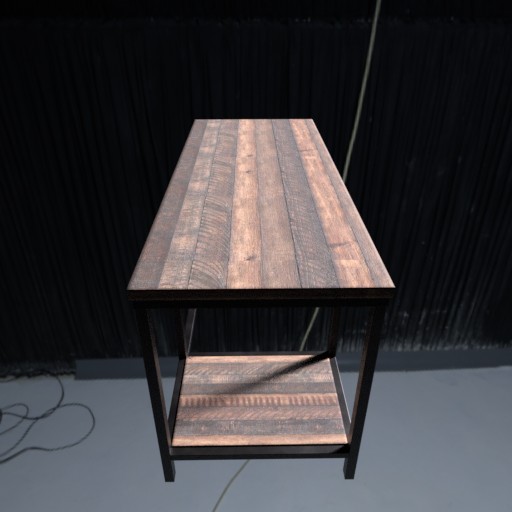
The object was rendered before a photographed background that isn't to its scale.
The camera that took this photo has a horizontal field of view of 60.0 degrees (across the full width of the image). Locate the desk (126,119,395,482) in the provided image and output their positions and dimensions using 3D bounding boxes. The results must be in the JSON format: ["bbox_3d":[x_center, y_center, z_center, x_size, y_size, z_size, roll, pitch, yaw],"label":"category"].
[{"bbox_3d":[0.000,0.000,1.871,0.617,0.753,1.538,0,31,-1],"label":"desk"}]
